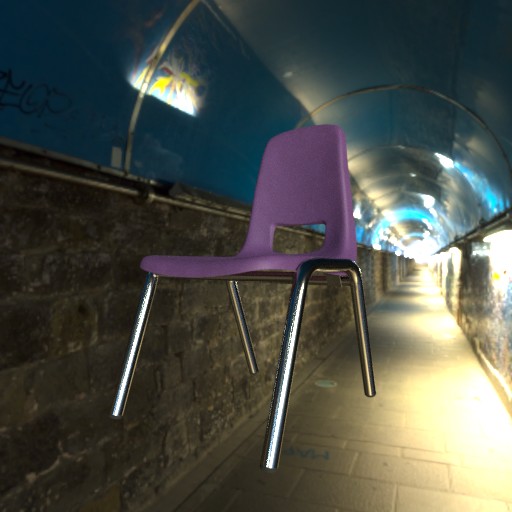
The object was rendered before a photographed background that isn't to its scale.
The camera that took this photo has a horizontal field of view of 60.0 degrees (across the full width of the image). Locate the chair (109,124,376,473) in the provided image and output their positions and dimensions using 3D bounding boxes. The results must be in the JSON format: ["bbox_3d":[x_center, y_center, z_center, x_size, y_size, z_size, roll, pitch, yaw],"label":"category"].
[{"bbox_3d":[0.000,0.000,0.854,0.356,0.584,0.419,0,0,36],"label":"chair"}]
